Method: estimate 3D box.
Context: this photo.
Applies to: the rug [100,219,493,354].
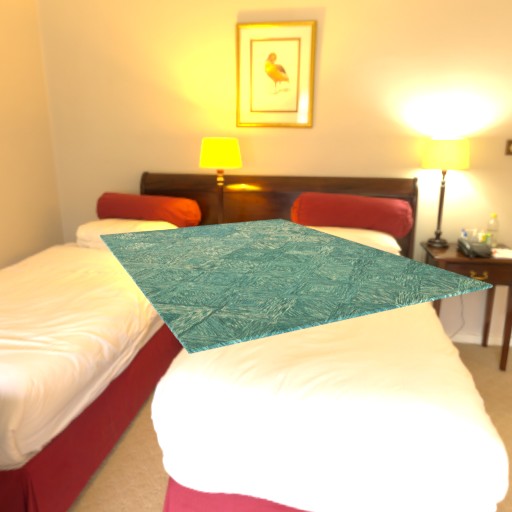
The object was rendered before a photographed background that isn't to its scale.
[{"bbox_3d":[0.000,0.000,4.224,2.405,0.027,3.217,-7,16,-26],"label":"rug"}]
